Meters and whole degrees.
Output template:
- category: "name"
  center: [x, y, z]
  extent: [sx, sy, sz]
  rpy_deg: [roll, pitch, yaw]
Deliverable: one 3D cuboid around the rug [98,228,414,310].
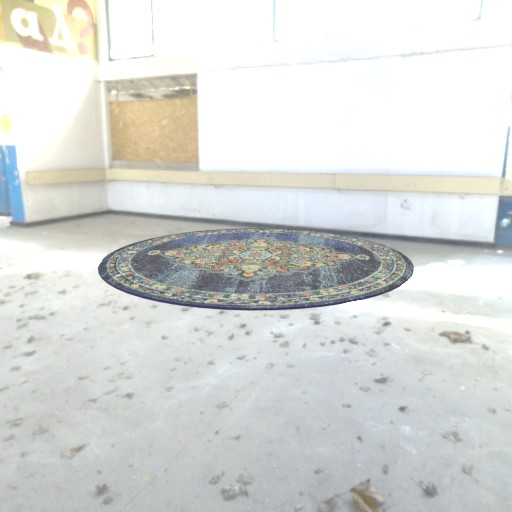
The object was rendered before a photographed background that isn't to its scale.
- category: "rug"
  center: [0.000, 0.000, 3.536]
  extent: [2.386, 0.014, 2.386]
  rpy_deg: [0, 14, 0]
